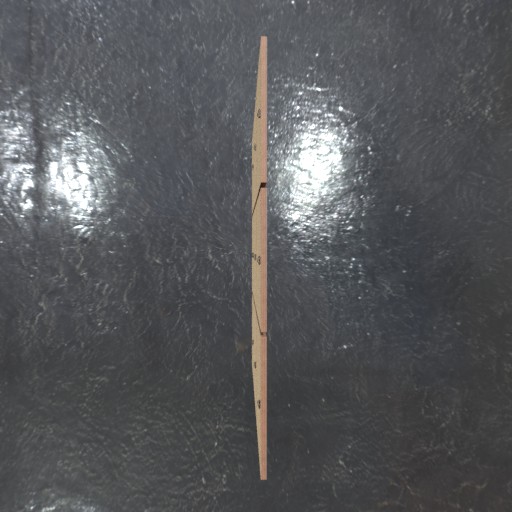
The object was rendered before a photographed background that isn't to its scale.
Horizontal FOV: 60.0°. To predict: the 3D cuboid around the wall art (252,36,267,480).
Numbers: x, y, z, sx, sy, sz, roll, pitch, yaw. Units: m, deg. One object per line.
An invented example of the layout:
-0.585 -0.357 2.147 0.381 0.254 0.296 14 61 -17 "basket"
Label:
0.000 0.000 1.357 0.018 0.904 0.906 0 91 -2 "wall art"
